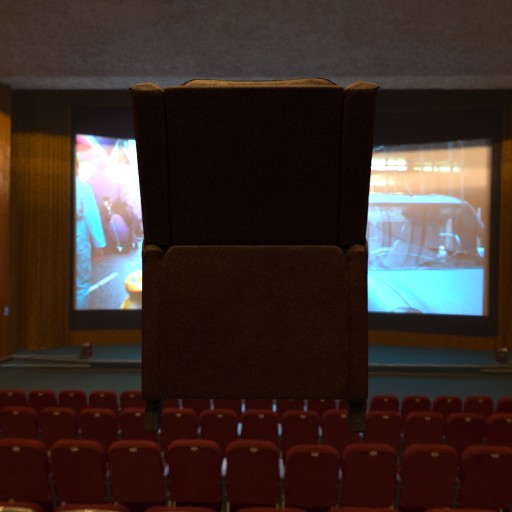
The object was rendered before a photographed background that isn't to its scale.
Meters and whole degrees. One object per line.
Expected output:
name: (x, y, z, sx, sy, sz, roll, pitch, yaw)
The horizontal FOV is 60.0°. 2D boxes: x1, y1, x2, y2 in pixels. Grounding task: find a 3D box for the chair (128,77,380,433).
chair: (0.000, 0.000, 1.758, 0.770, 1.132, 0.982, 0, 0, 1)
